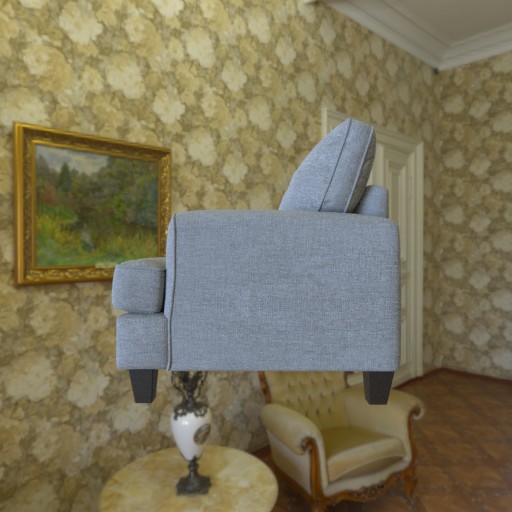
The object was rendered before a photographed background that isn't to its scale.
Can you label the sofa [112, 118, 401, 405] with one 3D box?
[{"bbox_3d":[0.000,0.000,2.224,0.965,0.965,1.651,0,1,0],"label":"sofa"}]
